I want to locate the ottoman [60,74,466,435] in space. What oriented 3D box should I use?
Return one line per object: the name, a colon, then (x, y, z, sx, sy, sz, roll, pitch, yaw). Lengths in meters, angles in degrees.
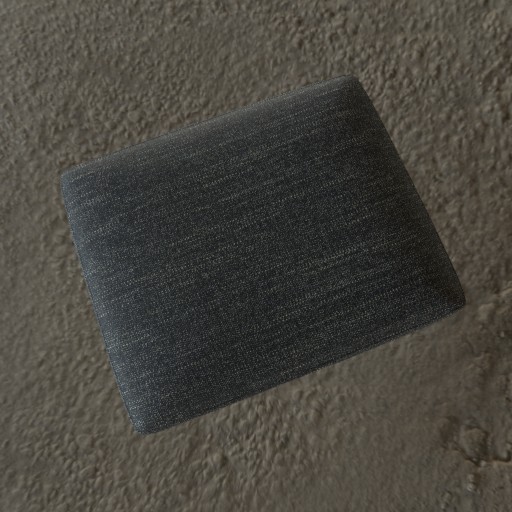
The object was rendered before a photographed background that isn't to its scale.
ottoman: (0.000, 0.000, 1.223, 0.814, 0.491, 0.667, -20, 77, -5)
